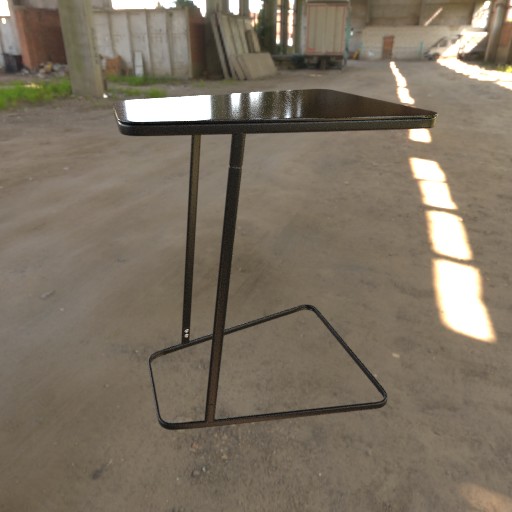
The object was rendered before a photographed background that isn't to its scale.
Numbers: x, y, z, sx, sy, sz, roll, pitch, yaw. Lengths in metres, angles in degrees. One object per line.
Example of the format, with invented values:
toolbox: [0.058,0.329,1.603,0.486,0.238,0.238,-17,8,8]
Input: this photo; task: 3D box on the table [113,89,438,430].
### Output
table: [0.000,0.000,0.953,0.500,0.624,0.427,-8,27,-17]
